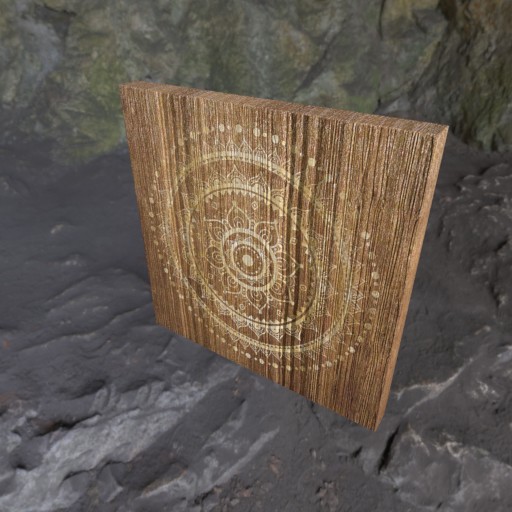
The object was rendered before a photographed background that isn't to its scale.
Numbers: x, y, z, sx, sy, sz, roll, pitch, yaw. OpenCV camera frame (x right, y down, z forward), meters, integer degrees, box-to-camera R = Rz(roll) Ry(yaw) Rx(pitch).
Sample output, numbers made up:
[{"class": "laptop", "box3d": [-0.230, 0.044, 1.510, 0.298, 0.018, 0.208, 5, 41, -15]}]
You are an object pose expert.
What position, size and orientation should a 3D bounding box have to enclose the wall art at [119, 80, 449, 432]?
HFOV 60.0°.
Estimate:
[{"class": "wall art", "box3d": [0.000, 0.000, 0.598, 0.406, 0.403, 0.039, 19, 36, 28]}]
